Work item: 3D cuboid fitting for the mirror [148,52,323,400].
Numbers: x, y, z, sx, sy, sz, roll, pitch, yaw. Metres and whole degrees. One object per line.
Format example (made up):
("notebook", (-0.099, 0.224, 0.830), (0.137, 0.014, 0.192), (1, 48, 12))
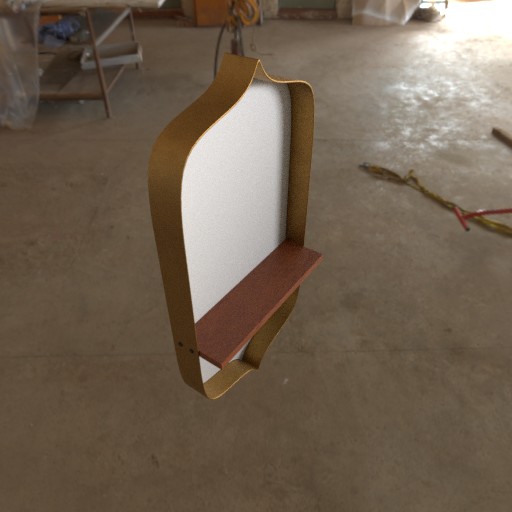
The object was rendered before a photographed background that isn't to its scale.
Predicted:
("mirror", (0.000, 0.000, 0.727), (0.096, 0.613, 0.323), (24, 45, 26))
